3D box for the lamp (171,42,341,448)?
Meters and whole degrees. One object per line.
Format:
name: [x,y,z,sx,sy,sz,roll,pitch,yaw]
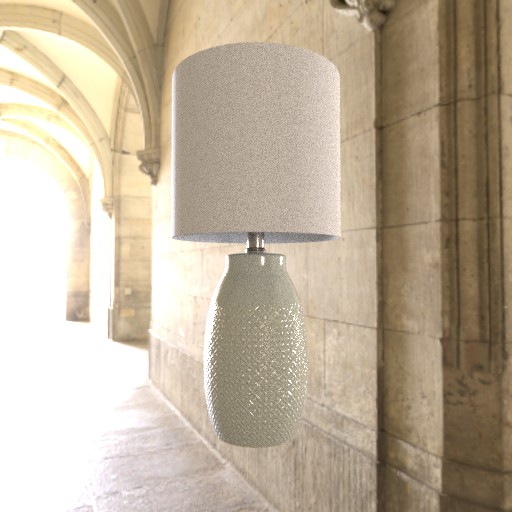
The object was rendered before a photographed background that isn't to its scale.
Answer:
lamp: [0.000,0.000,0.576,0.217,0.453,0.217,-1,-2,18]
